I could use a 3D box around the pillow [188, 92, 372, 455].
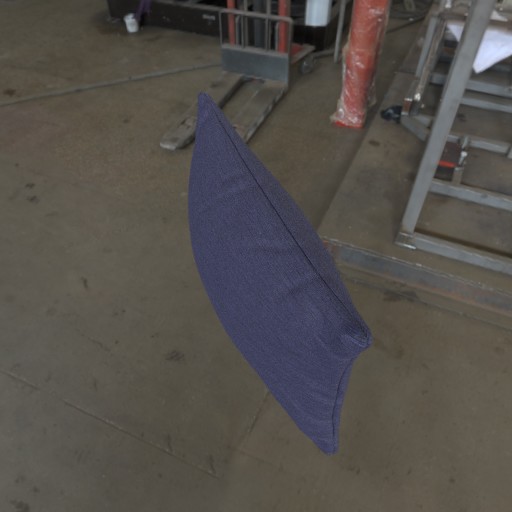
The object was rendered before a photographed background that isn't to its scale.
[{"bbox_3d":[0.000,0.000,0.800,0.210,0.338,0.633,-16,48,-15],"label":"pillow"}]
